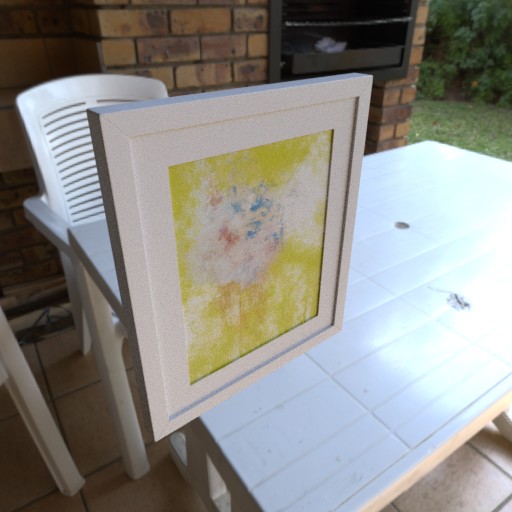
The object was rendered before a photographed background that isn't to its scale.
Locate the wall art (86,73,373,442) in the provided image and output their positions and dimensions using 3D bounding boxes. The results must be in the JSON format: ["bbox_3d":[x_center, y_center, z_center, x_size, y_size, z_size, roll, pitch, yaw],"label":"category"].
[{"bbox_3d":[0.000,0.000,0.532,0.331,0.381,0.028,-22,36,-33],"label":"wall art"}]
